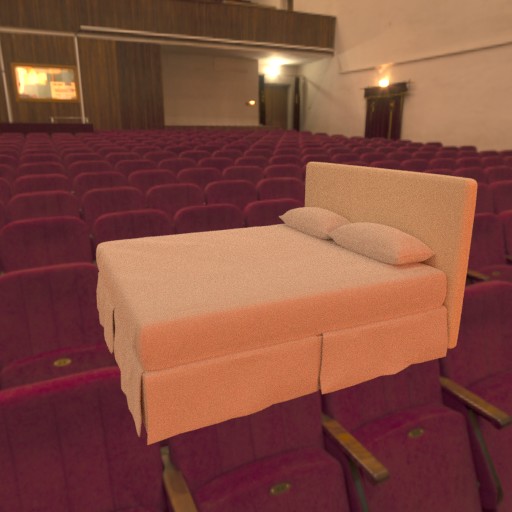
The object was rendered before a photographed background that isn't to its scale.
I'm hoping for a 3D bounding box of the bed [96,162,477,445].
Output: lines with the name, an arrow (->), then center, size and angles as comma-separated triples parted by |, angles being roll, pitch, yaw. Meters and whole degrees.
bed -> 0.000, 0.000, 3.529 | 2.341, 1.317, 2.119 | -7, 17, -24
